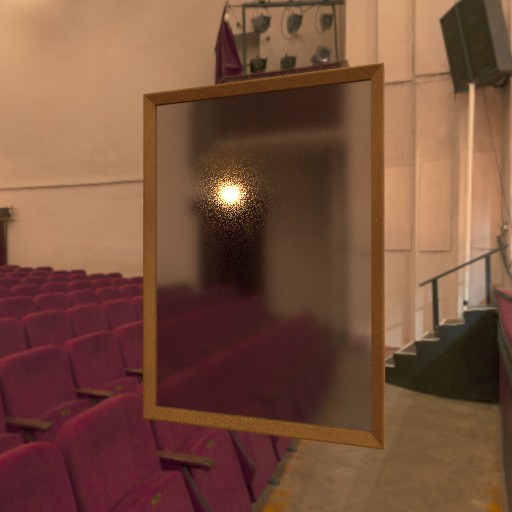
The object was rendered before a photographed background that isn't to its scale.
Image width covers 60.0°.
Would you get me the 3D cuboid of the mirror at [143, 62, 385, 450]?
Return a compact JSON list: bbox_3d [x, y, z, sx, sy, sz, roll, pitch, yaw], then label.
[{"bbox_3d":[0.000,0.000,0.909,0.507,0.710,0.039,0,0,18],"label":"mirror"}]
